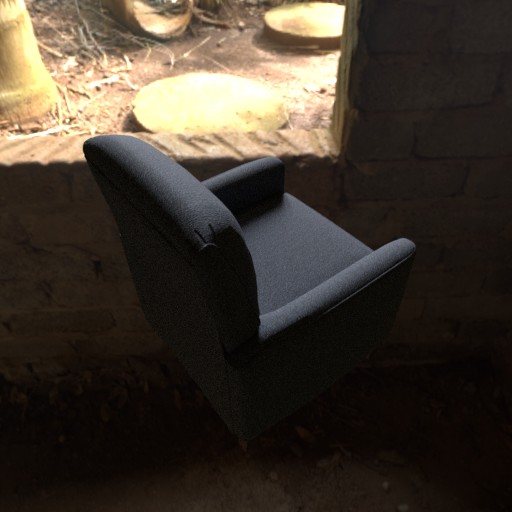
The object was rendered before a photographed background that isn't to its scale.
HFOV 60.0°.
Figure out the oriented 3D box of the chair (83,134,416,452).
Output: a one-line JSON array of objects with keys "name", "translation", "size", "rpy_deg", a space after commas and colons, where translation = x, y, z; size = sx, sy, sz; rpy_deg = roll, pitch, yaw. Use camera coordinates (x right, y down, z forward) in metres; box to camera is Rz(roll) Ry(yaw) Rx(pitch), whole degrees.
[{"name": "chair", "translation": [0.000, 0.000, 1.633], "size": [0.850, 1.016, 0.839], "rpy_deg": [-27, 48, -27]}]
